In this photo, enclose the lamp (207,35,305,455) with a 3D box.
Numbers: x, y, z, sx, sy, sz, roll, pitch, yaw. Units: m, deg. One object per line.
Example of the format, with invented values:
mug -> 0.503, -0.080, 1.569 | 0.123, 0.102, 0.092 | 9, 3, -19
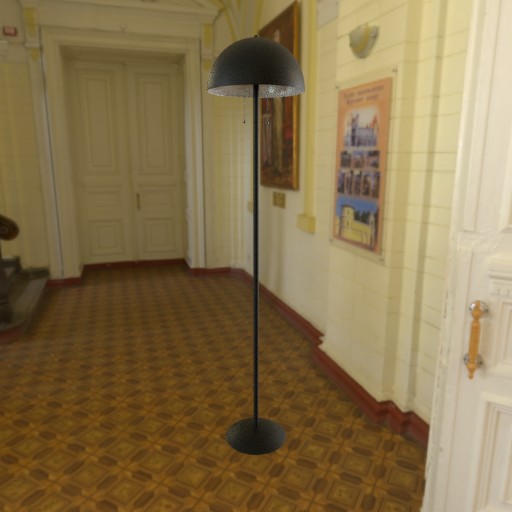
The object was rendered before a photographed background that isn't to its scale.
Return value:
lamp -> 0.000, 0.000, 1.617 | 0.328, 1.480, 0.328 | 7, 15, 26
